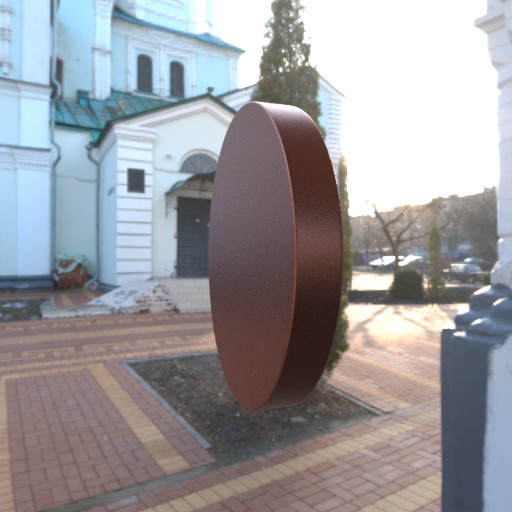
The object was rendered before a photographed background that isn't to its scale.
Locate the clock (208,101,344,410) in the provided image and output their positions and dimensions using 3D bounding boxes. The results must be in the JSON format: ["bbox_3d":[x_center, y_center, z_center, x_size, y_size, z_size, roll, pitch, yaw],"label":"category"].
[{"bbox_3d":[0.000,0.000,0.479,0.040,0.313,0.313,0,0,-18],"label":"clock"}]
